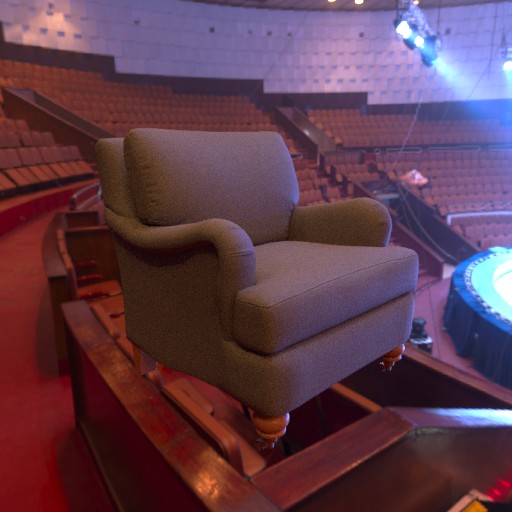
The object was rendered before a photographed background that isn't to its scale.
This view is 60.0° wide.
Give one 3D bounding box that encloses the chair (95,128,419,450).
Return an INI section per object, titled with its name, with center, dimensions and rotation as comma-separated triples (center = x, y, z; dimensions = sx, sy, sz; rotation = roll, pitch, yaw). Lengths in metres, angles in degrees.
[chair]
center = 0.000, 0.000, 1.877
dimensions = 0.955, 1.038, 1.070
rotation = -13, 19, -42
